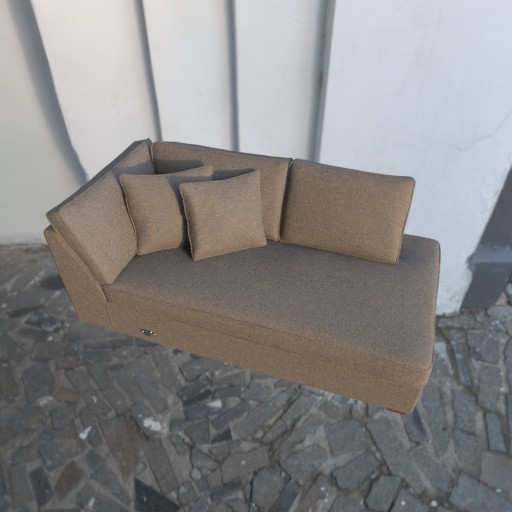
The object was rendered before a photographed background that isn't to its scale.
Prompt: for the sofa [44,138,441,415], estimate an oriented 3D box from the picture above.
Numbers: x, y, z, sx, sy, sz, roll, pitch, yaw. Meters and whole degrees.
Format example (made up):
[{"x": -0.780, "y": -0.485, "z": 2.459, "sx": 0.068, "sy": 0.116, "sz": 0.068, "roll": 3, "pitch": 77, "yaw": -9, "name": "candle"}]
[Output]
[{"x": 0.000, "y": 0.000, "z": 2.819, "sx": 2.237, "sy": 1.033, "sz": 1.110, "roll": 12, "pitch": 43, "yaw": 14, "name": "sofa"}]
